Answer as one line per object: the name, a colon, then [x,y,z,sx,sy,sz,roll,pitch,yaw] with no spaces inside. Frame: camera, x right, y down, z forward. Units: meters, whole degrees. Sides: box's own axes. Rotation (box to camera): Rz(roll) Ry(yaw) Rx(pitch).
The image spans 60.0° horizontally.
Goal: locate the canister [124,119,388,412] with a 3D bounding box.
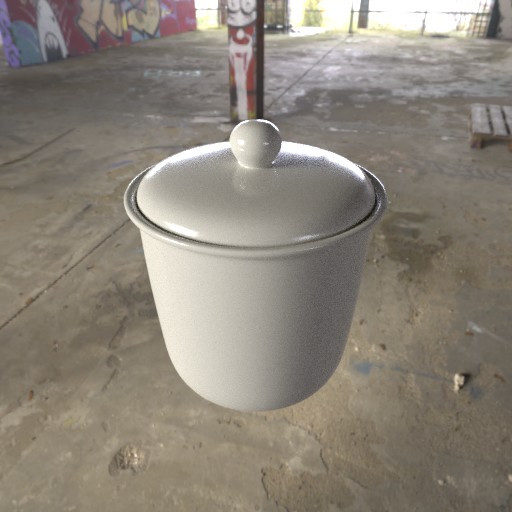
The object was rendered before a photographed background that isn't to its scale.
canister: [0.000,0.000,0.345,0.182,0.208,0.182,0,32,0]
